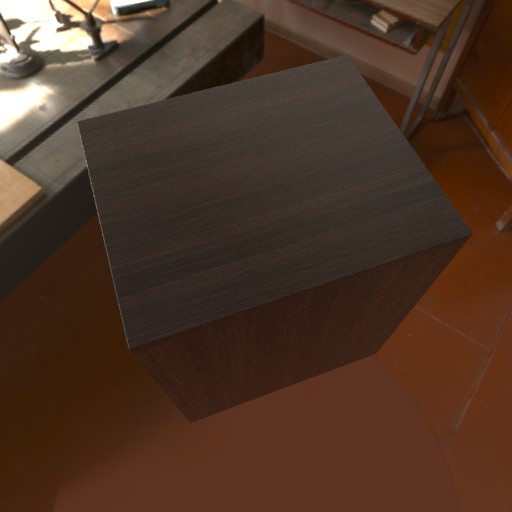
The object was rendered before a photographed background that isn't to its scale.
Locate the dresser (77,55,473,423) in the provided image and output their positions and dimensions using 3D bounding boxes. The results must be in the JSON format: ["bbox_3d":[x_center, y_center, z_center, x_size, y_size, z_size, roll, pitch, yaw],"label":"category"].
[{"bbox_3d":[0.000,0.000,0.763,0.400,0.470,0.360,-18,62,-10],"label":"dresser"}]
